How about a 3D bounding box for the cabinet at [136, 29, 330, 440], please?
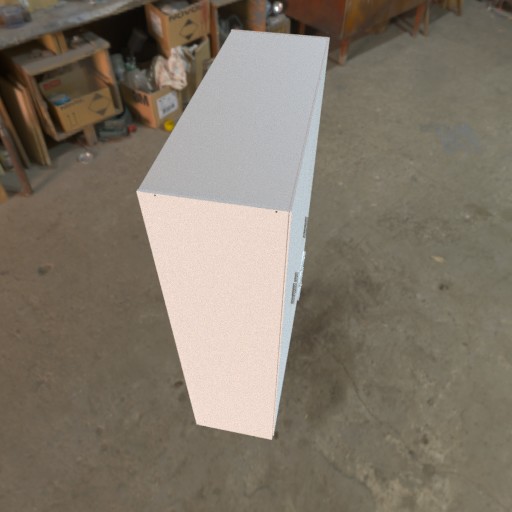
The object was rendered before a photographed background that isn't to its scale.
[{"bbox_3d":[0.000,0.000,2.497,0.510,1.910,1.290,9,49,8],"label":"cabinet"}]
